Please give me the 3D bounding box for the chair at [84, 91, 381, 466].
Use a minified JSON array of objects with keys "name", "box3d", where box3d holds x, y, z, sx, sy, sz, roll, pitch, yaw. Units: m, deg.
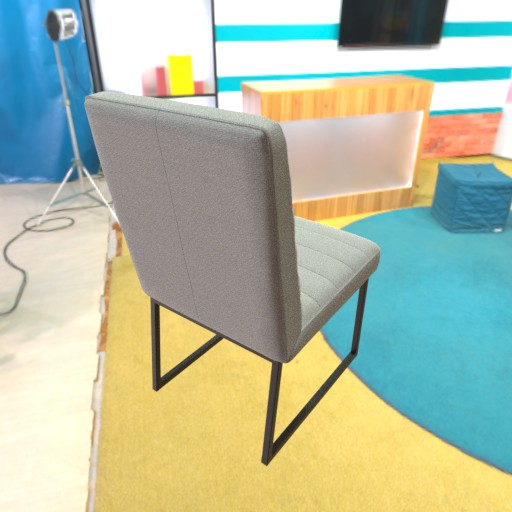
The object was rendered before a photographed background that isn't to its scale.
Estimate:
[{"name":"chair","box3d":[0.000,0.000,1.278,0.520,0.930,0.634,20,35,32]}]
